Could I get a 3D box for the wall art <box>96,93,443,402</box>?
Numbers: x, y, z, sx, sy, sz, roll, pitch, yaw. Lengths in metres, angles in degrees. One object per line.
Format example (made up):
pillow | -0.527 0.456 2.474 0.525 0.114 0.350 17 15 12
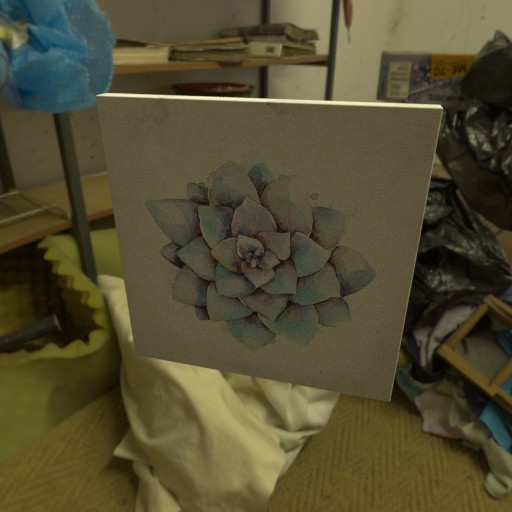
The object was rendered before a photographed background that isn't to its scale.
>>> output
wall art | 0.000 0.000 0.912 0.612 0.612 0.040 7 27 13
